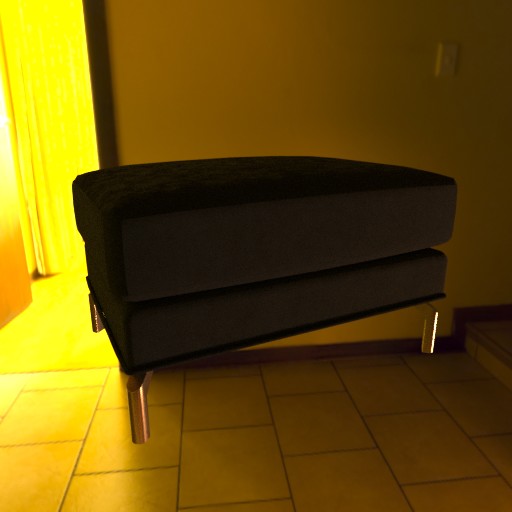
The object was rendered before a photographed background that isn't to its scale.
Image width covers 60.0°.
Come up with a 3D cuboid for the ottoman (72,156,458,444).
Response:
[{"bbox_3d":[0.000,0.000,1.186,0.835,0.498,0.587,-9,19,-26],"label":"ottoman"}]
